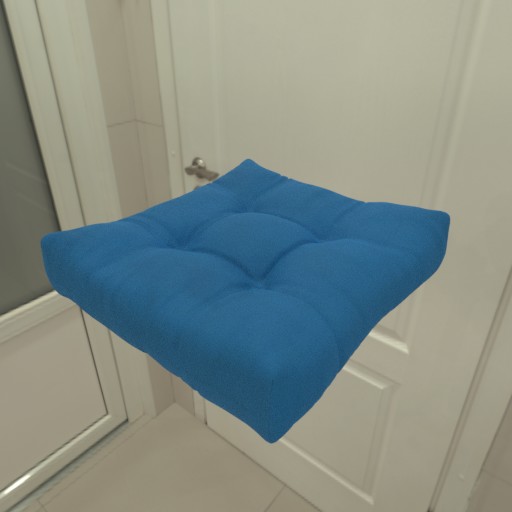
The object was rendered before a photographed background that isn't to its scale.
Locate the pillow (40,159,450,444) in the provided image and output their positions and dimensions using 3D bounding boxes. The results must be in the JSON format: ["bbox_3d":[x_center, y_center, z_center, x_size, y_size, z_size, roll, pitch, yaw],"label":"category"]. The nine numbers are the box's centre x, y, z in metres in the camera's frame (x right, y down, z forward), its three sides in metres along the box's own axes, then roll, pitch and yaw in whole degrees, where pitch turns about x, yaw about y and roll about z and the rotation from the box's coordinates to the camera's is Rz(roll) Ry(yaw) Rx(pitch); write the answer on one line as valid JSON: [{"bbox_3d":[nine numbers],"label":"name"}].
[{"bbox_3d":[0.000,0.000,0.717,0.468,0.128,0.490,23,38,33],"label":"pillow"}]
